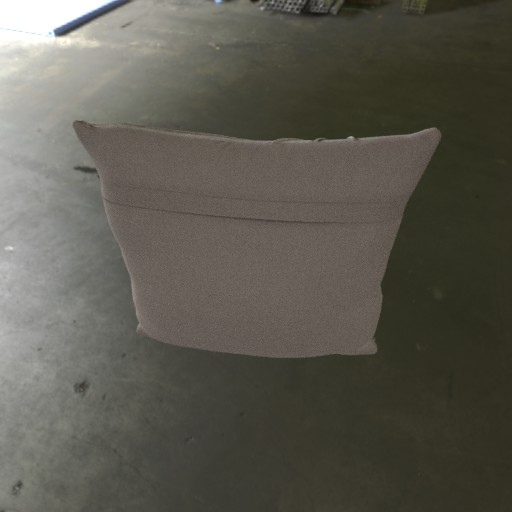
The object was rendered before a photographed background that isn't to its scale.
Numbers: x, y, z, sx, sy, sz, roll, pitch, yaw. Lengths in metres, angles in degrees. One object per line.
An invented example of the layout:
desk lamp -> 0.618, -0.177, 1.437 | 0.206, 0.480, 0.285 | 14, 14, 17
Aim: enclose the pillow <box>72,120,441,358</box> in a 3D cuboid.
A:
pillow -> 0.000, 0.000, 0.664 | 0.439, 0.440, 0.185 | 3, 45, 3
